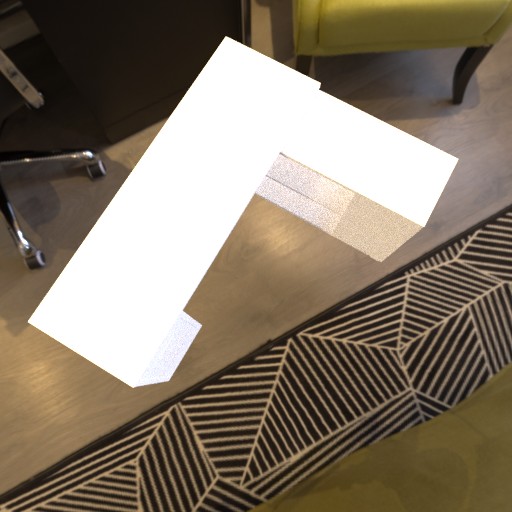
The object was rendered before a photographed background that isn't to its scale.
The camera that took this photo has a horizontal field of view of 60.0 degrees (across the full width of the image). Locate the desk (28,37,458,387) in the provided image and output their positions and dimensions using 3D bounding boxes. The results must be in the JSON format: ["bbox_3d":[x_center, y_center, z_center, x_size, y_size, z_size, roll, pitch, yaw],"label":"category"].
[{"bbox_3d":[0.000,0.000,2.203,1.199,0.759,1.524,29,78,7],"label":"desk"}]
